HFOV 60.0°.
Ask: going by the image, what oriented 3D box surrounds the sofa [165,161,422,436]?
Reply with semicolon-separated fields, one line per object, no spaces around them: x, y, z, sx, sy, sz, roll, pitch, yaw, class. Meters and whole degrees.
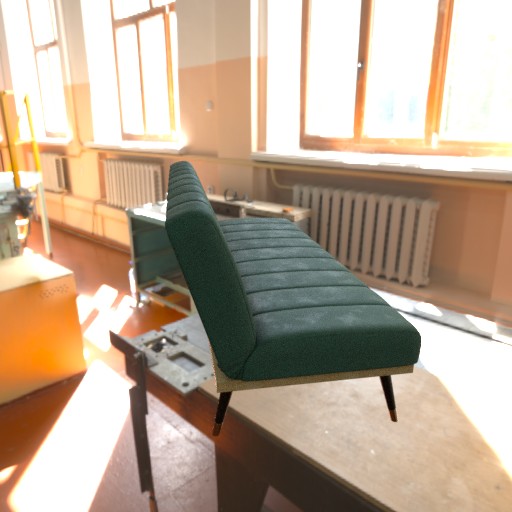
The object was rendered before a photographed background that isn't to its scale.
0.000;0.000;2.233;0.830;0.820;1.810;-3;17;-10;sofa
